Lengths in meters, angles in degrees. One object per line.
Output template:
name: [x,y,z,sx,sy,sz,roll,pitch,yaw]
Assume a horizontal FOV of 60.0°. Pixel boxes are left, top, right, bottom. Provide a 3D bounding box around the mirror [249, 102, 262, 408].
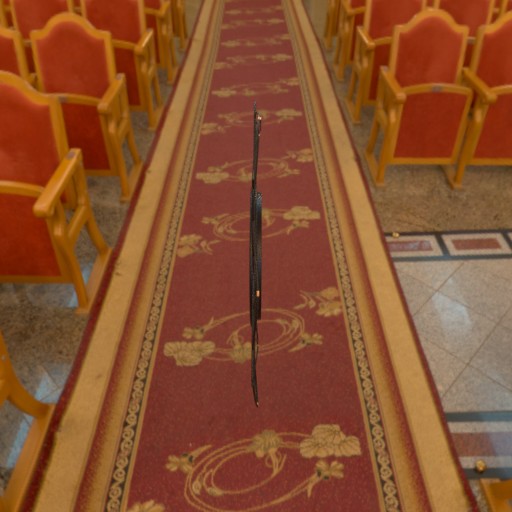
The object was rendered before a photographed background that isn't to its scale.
mirror: [0.000,0.000,1.196,0.028,0.775,0.797,0,41,0]
